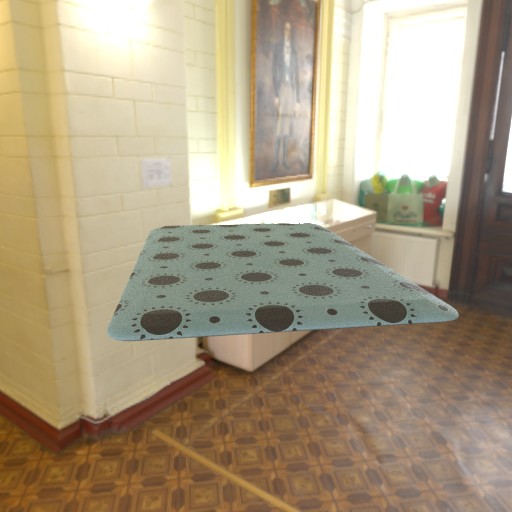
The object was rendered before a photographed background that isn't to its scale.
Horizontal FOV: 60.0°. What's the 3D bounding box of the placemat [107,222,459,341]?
[{"bbox_3d":[0.000,0.000,0.963,0.508,0.021,0.762,-2,14,-8],"label":"placemat"}]
